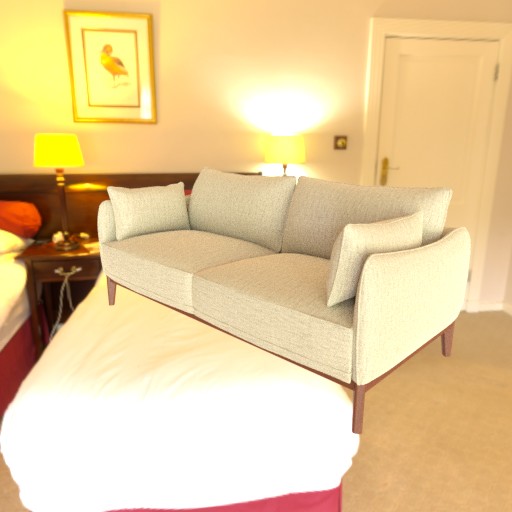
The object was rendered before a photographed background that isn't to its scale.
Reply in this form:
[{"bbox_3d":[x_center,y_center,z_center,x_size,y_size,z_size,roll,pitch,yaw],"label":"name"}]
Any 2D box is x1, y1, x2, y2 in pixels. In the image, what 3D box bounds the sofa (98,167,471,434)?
[{"bbox_3d":[0.000,0.000,2.478,1.989,0.860,0.991,14,21,42],"label":"sofa"}]
